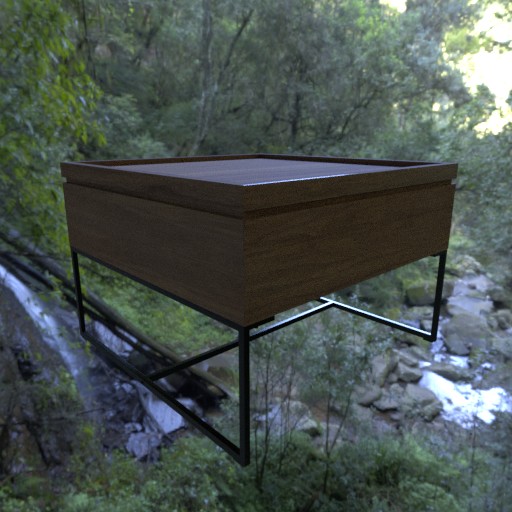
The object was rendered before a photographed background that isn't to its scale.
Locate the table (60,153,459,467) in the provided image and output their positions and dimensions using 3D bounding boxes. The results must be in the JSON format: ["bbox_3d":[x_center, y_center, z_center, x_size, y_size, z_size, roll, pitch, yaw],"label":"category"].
[{"bbox_3d":[0.000,0.000,1.123,0.679,0.464,0.676,-14,21,-41],"label":"table"}]
